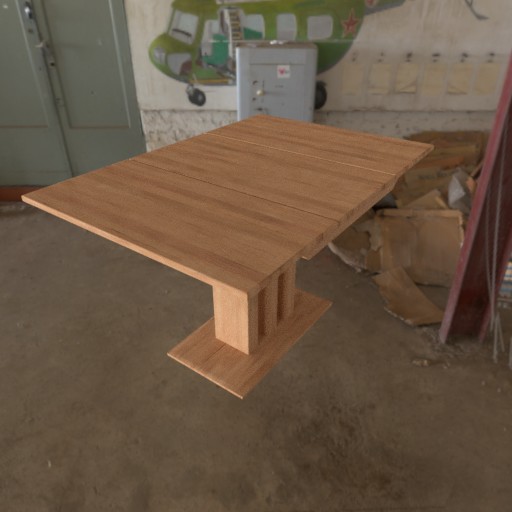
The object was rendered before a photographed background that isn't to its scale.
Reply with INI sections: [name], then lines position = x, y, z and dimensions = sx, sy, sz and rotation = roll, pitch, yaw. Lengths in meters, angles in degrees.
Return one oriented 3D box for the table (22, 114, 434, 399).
[table]
position = 0.000, 0.000, 1.830
dimensions = 0.900, 0.770, 1.300
rotation = 21, 37, 30
